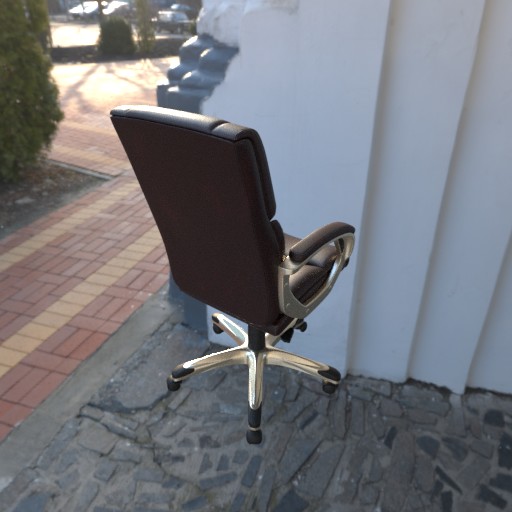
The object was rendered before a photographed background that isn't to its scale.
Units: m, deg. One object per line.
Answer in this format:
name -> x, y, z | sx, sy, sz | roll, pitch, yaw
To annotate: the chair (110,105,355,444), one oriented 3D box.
chair -> 0.000, 0.000, 1.586 | 0.662, 1.107, 0.739 | 21, 35, 32
